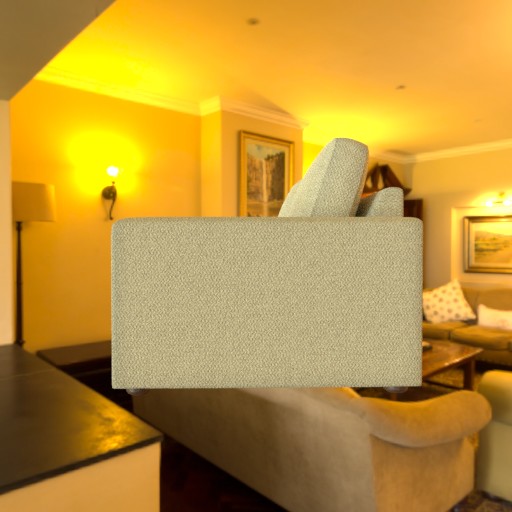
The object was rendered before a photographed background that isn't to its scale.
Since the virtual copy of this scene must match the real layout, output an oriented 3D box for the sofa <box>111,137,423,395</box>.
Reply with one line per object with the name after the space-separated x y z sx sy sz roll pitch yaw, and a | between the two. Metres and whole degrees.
0.000 0.000 2.177 1.016 0.873 1.616 0 1 -1 | sofa
